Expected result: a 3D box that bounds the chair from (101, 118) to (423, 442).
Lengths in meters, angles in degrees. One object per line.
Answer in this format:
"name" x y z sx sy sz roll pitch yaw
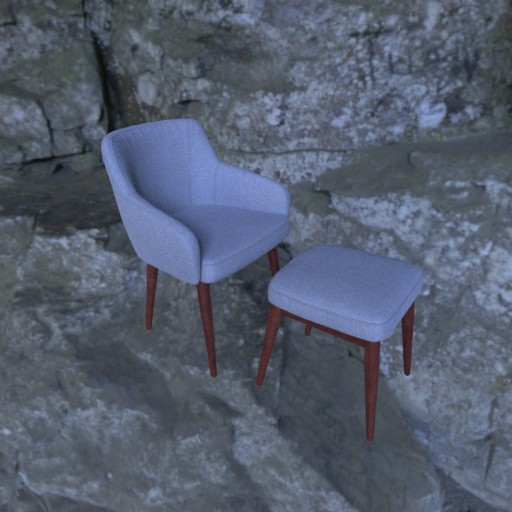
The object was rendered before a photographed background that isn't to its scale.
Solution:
"chair" 0.000 0.000 1.572 1.107 0.799 0.584 18 32 31
